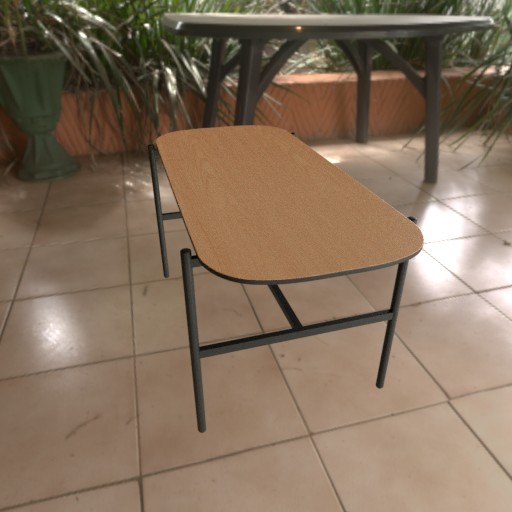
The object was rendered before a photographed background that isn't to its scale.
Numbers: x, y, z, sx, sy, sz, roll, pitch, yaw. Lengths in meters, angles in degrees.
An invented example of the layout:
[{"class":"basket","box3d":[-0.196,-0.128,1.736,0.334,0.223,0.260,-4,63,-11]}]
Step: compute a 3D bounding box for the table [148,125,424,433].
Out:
[{"class":"table","box3d":[0.000,0.000,1.031,0.400,0.400,0.800,-9,31,-14]}]
